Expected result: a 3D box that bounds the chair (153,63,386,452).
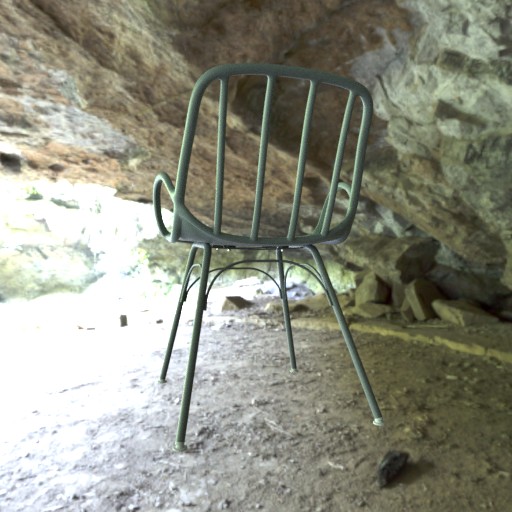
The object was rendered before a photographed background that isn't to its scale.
[{"bbox_3d":[0.000,0.000,1.232,0.549,0.816,0.597,0,0,-17],"label":"chair"}]
